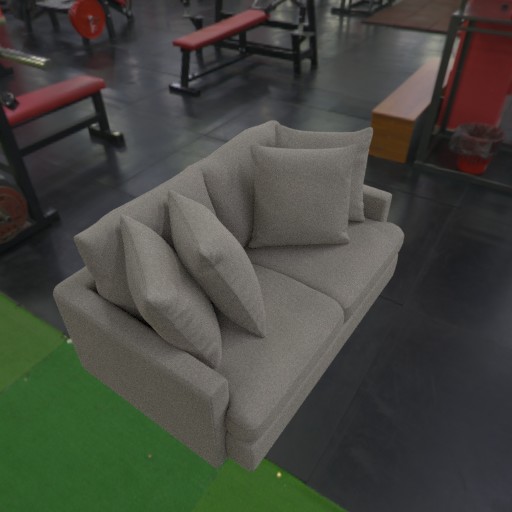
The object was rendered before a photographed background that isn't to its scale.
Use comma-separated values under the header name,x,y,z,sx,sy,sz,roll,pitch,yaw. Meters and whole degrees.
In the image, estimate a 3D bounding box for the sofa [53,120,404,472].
name,x,y,z,sx,sy,sz,roll,pitch,yaw
sofa,0.000,0.000,2.589,1.228,1.080,1.869,25,46,27
